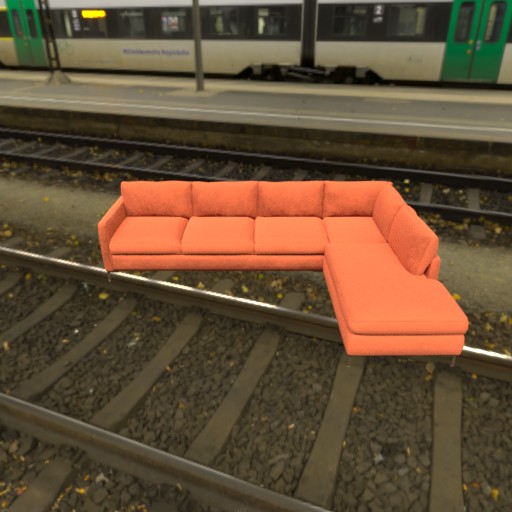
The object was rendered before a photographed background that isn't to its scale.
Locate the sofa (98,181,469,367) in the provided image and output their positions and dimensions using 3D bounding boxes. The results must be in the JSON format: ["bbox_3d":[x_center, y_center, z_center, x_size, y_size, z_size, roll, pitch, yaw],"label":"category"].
[{"bbox_3d":[0.000,0.000,3.633,2.736,0.757,1.879,0,27,0],"label":"sofa"}]
